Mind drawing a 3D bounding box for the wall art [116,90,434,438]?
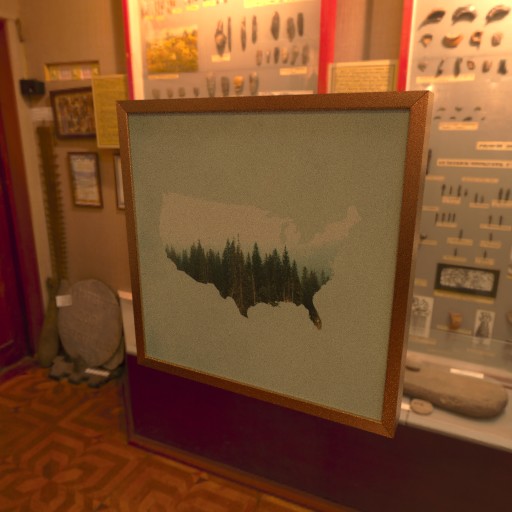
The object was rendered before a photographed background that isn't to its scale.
[{"bbox_3d":[0.000,0.000,0.451,0.304,0.304,0.038,8,18,25],"label":"wall art"}]
